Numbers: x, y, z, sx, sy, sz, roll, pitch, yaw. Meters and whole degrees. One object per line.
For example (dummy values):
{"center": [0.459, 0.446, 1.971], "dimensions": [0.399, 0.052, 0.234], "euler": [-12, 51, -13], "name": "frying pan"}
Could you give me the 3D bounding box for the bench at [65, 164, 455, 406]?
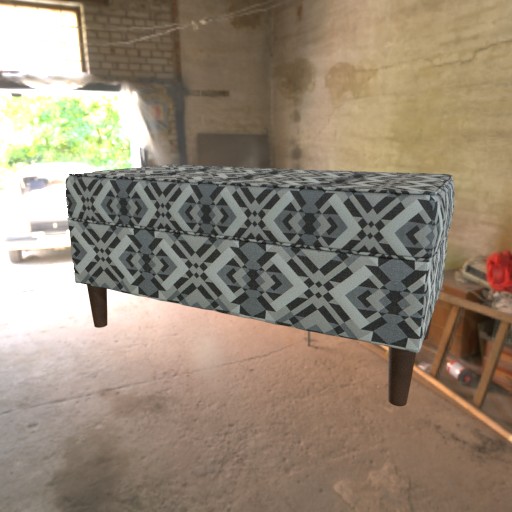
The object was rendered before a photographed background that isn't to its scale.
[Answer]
{"center": [0.000, 0.000, 1.302], "dimensions": [1.016, 0.477, 0.492], "euler": [8, 17, 26], "name": "bench"}
